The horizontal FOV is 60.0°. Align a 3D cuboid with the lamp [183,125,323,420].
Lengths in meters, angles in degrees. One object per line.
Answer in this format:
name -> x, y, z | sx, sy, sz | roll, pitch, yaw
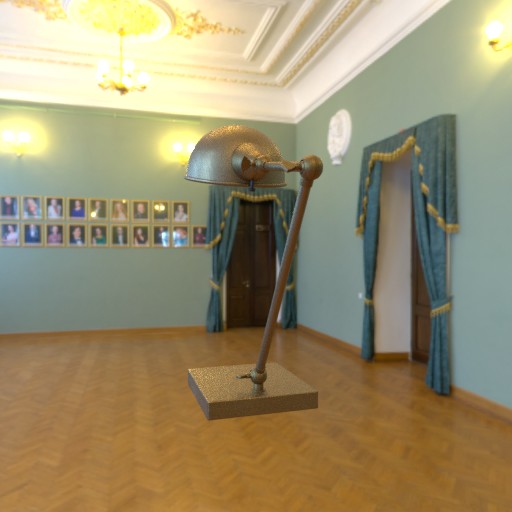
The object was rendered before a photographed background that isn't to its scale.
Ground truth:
lamp -> 0.000, 0.000, 0.545 | 0.149, 0.371, 0.339 | 0, 0, -17
